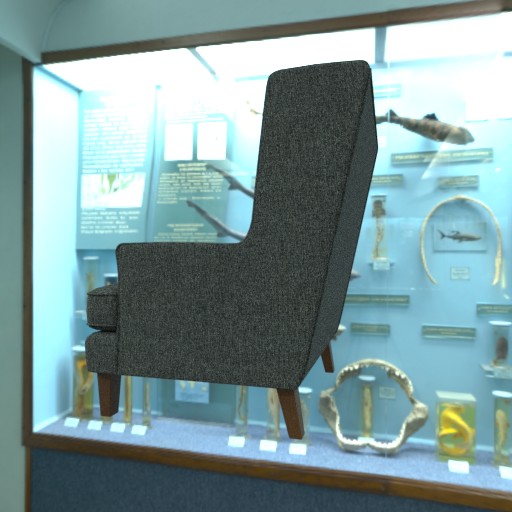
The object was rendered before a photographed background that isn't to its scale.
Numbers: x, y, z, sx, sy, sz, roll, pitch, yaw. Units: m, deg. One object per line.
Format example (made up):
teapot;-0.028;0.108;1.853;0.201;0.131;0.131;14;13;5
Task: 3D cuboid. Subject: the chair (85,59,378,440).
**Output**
chair;0.000;0.000;1.773;0.927;1.082;0.942;0;0;17
